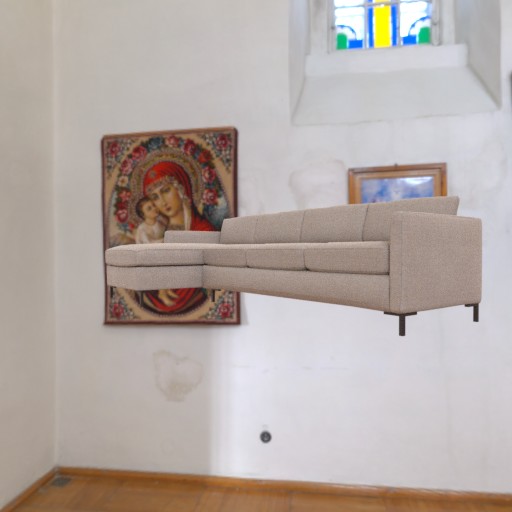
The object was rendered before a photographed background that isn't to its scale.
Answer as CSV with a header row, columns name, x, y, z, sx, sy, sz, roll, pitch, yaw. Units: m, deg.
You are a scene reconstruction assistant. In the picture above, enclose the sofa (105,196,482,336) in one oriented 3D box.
name,x,y,z,sx,sy,sz,roll,pitch,yaw
sofa,0.000,0.000,3.513,1.469,0.816,2.923,0,1,-37
